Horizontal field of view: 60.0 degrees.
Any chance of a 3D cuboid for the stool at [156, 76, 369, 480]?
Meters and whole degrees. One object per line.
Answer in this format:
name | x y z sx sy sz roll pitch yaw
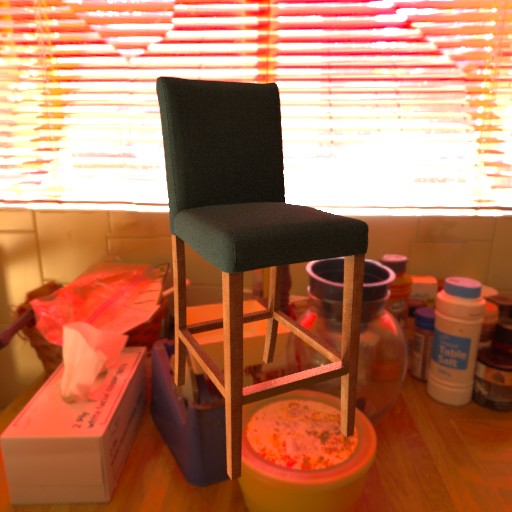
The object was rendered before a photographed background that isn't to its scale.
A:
stool | 0.000 0.000 1.395 0.454 1.088 0.574 -8 17 -26
